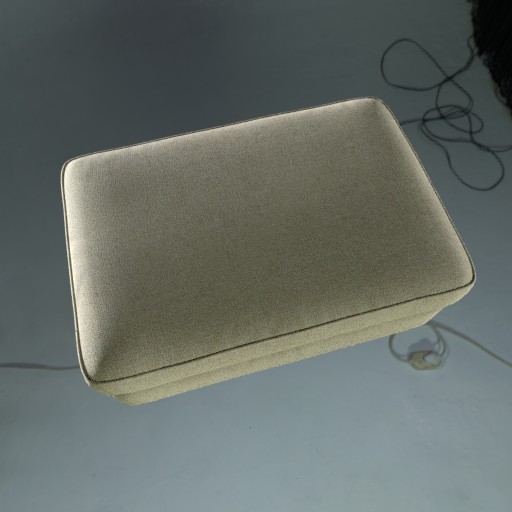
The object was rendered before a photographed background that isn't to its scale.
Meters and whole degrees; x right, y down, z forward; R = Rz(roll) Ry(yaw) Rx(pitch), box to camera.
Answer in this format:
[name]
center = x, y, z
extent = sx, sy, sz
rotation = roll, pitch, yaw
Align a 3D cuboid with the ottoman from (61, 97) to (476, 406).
[ottoman]
center = 0.000, 0.000, 1.195
extent = 0.862, 0.484, 0.583
rotation = -14, 65, -7
